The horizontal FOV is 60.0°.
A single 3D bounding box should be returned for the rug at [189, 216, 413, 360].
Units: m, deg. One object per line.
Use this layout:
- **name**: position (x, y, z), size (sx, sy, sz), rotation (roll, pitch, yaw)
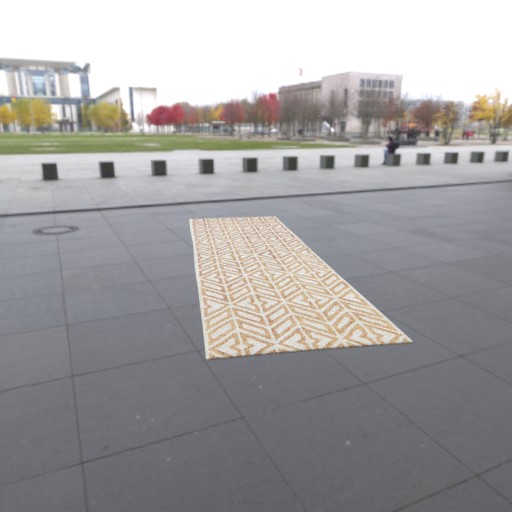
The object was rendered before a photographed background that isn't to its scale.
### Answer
- **rug**: position (0.000, 0.000, 2.699), size (0.750, 0.009, 2.435), rotation (-3, 16, -9)
